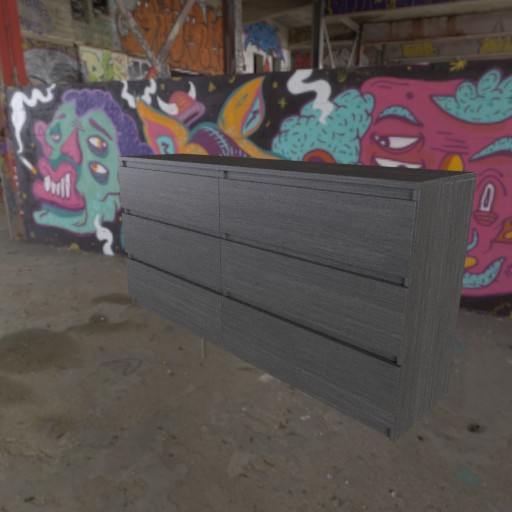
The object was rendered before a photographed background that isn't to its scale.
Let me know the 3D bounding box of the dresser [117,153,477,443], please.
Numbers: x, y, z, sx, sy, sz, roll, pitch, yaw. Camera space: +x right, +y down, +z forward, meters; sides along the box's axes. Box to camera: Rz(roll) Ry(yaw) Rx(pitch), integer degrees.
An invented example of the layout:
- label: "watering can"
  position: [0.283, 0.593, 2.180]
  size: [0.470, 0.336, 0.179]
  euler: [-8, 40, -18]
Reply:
- label: "dresser"
  position: [0.000, 0.000, 1.919]
  size: [0.400, 0.795, 1.590]
  euler: [-15, 22, -42]
